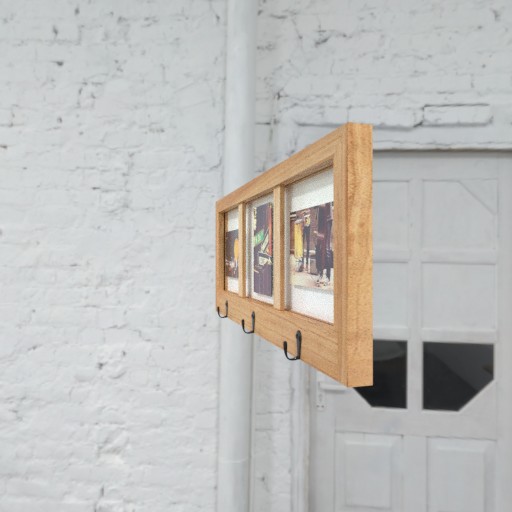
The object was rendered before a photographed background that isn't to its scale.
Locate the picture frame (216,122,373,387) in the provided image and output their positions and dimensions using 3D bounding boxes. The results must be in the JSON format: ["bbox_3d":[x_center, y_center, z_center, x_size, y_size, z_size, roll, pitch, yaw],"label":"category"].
[{"bbox_3d":[0.000,0.000,0.670,0.045,0.234,0.582,0,0,-17],"label":"picture frame"}]
